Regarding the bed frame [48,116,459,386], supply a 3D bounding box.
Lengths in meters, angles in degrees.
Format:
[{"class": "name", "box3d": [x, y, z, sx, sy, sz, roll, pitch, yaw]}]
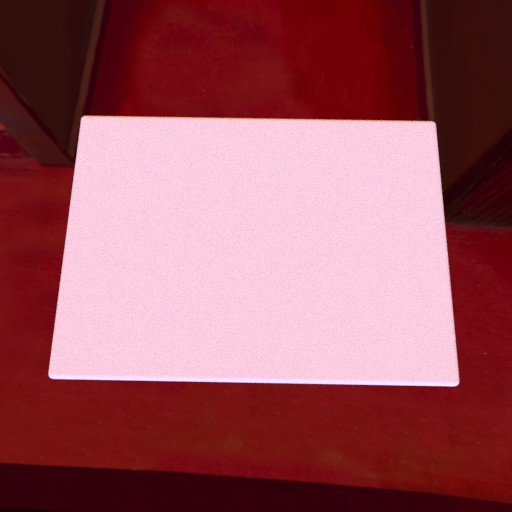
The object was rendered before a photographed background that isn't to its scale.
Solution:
[{"class": "bed frame", "box3d": [0.000, 0.000, 2.575, 1.956, 0.659, 1.408, 1, 76, 0]}]
